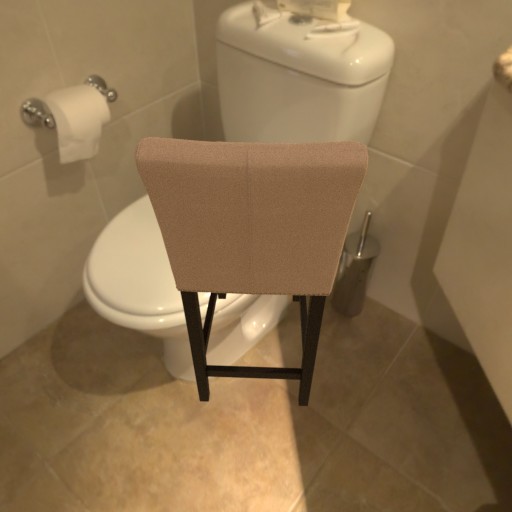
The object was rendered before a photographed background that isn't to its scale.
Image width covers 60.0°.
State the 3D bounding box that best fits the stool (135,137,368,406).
[{"bbox_3d":[0.000,0.000,1.299,0.411,1.047,0.548,2,46,2],"label":"stool"}]
